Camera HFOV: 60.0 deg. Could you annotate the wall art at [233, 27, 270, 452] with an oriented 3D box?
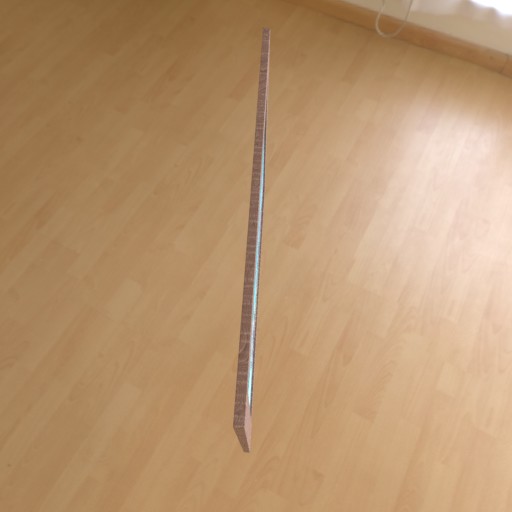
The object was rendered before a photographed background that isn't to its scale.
[{"bbox_3d":[0.000,0.000,1.346,0.020,0.761,1.056,3,63,1],"label":"wall art"}]
